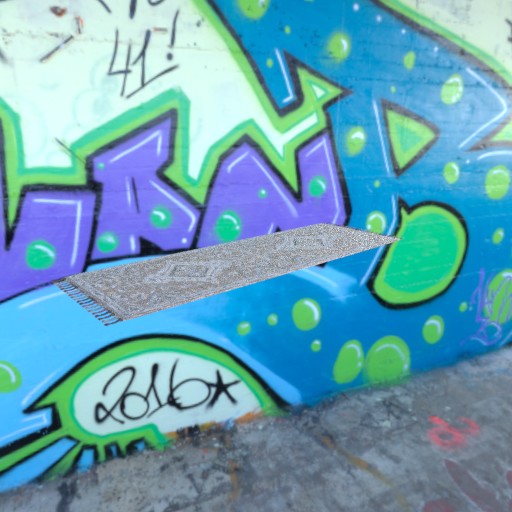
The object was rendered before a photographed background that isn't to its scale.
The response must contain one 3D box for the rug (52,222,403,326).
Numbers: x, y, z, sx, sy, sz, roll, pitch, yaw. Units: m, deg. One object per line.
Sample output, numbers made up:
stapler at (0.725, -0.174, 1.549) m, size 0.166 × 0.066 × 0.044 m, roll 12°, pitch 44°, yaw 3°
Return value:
rug at (0.000, 0.000, 2.817) m, size 2.378 × 0.018 × 1.324 m, roll -8°, pitch 18°, yaw -24°
